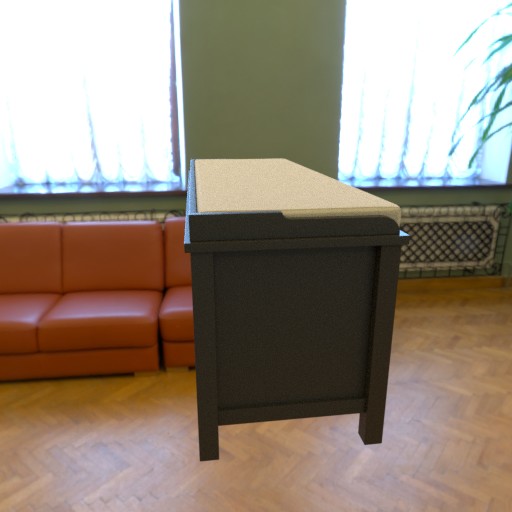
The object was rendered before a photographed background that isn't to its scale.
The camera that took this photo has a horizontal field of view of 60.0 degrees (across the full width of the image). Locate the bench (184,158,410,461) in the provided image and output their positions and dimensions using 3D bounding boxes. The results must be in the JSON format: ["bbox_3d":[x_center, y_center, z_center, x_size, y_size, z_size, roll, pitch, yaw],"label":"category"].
[{"bbox_3d":[0.000,0.000,1.363,0.398,0.501,1.140,-2,17,-7],"label":"bench"}]
